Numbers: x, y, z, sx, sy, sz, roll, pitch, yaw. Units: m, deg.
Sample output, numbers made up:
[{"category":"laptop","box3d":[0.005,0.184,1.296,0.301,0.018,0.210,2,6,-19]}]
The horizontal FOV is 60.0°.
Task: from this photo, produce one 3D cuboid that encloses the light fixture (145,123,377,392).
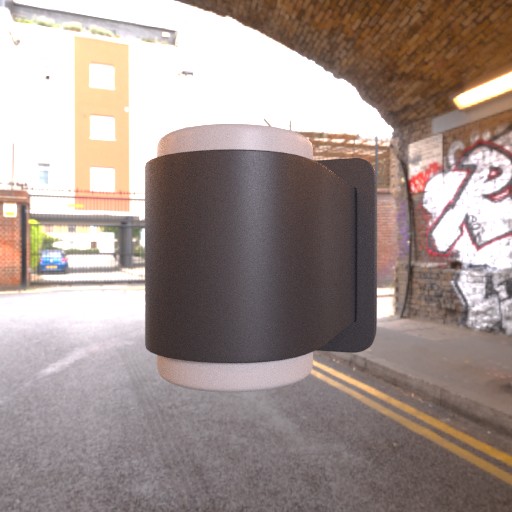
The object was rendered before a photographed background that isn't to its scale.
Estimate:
[{"category":"light fixture","box3d":[0.000,0.000,0.217,0.109,0.109,0.132,0,0,18]}]
